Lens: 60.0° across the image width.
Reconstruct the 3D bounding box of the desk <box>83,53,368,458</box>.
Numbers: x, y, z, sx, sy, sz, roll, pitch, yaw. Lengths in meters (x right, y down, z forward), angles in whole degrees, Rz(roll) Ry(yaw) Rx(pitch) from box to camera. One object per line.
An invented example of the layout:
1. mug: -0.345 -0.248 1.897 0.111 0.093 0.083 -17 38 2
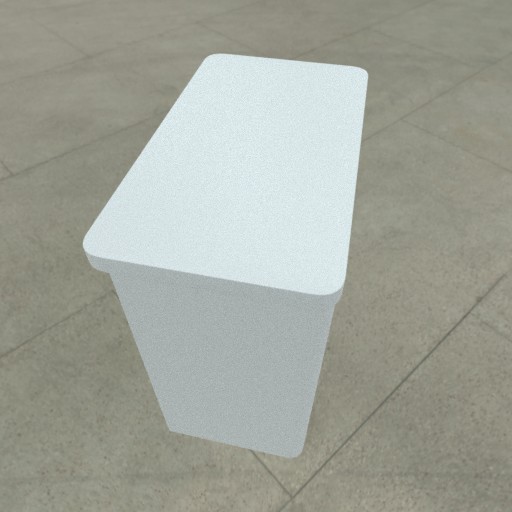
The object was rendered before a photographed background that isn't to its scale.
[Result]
1. desk: 0.000 0.000 1.244 0.446 0.760 0.790 9 48 8
